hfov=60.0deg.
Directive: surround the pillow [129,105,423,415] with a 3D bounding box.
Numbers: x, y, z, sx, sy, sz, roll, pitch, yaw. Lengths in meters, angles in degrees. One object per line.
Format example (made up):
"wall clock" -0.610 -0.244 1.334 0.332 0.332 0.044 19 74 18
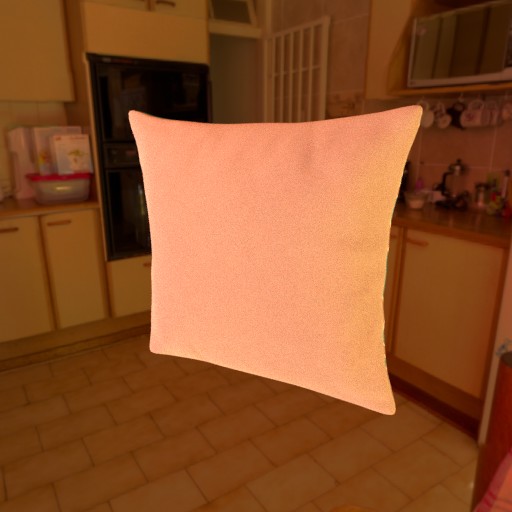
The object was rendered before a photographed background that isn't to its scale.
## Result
"pillow" 0.000 0.000 0.799 0.526 0.507 0.166 8 18 25
